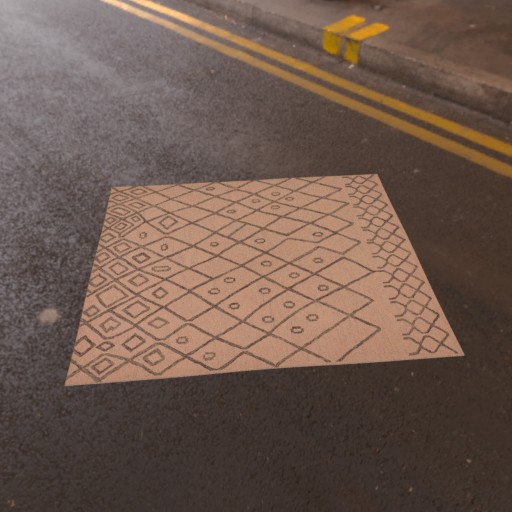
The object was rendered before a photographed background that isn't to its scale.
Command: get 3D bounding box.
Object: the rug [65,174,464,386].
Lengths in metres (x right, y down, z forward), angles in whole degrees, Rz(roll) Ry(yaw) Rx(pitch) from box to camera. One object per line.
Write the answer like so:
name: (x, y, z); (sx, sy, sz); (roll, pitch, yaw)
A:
rug: (0.000, 0.000, 4.212); (3.046, 0.015, 2.446); (-3, 45, -3)
